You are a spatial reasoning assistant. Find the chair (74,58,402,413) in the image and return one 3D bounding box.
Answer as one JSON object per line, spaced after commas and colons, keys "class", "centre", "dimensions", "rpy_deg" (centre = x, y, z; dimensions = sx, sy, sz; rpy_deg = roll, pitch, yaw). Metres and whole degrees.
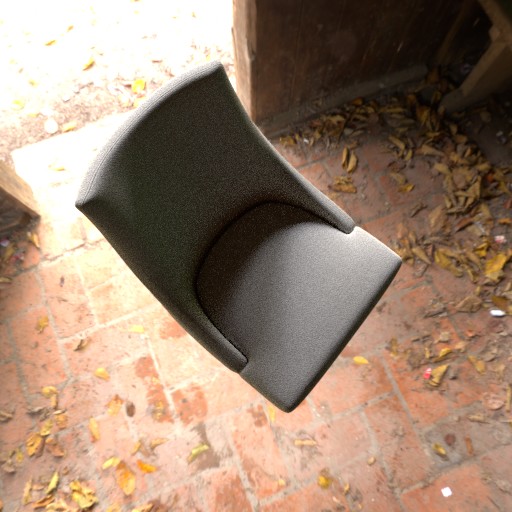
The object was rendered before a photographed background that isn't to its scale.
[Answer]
{"class": "chair", "centre": [0.000, 0.000, 1.519], "dimensions": [0.861, 0.909, 0.701], "rpy_deg": [38, 78, 9]}
